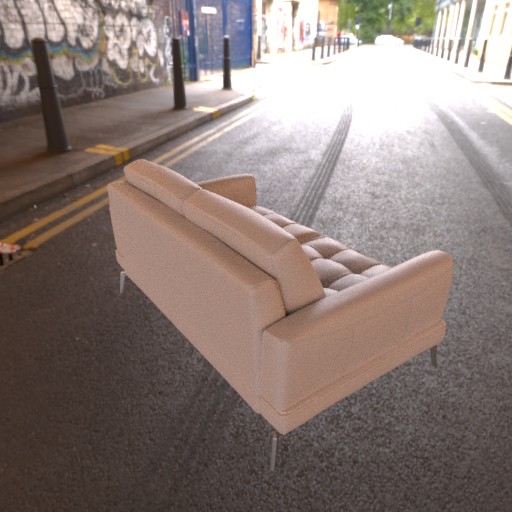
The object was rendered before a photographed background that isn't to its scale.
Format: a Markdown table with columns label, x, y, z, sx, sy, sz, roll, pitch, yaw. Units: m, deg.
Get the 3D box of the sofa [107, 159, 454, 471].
| label | x | y | z | sx | sy | sz | roll | pitch | yaw |
| --- | --- | --- | --- | --- | --- | --- | --- | --- | --- |
| sofa | 0.000 | 0.000 | 2.502 | 1.121 | 0.930 | 1.819 | -18 | 32 | -31 |
